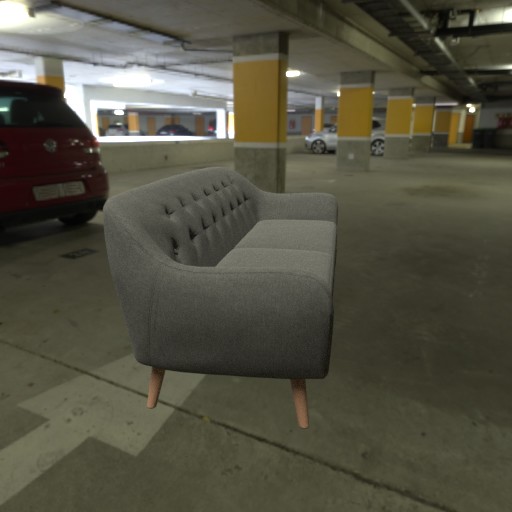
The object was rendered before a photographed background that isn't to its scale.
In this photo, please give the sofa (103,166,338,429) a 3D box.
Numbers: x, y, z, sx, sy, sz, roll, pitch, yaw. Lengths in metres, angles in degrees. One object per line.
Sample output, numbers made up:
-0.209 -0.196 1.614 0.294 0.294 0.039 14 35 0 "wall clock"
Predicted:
0.000 0.000 2.273 0.820 0.820 1.840 3 16 11 "sofa"
